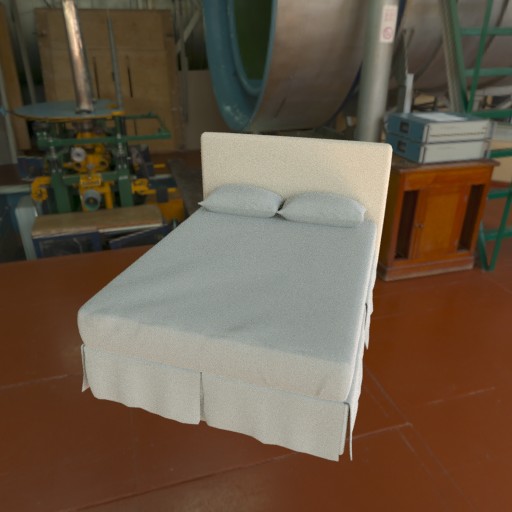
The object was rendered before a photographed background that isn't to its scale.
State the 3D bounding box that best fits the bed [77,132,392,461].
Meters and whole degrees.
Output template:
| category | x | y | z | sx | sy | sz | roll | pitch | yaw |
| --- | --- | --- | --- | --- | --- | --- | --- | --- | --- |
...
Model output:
| category | x | y | z | sx | sy | sz | roll | pitch | yaw |
| --- | --- | --- | --- | --- | --- | --- | --- | --- | --- |
| bed | 0.000 | 0.000 | 3.255 | 1.748 | 1.330 | 2.142 | 8 | 28 | 15 |
